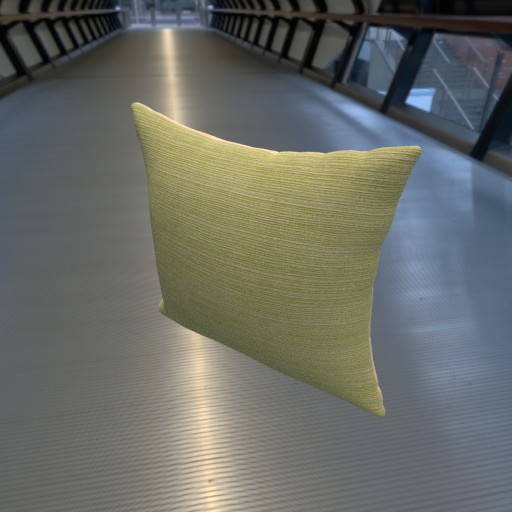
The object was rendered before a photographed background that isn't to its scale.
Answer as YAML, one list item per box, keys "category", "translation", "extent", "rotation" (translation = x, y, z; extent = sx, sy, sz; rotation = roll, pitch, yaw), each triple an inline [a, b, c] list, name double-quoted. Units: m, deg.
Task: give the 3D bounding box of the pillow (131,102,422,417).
- category: "pillow"
  translation: [0.000, 0.000, 0.809]
  extent: [0.560, 0.487, 0.229]
  rotation: [19, 35, 29]
